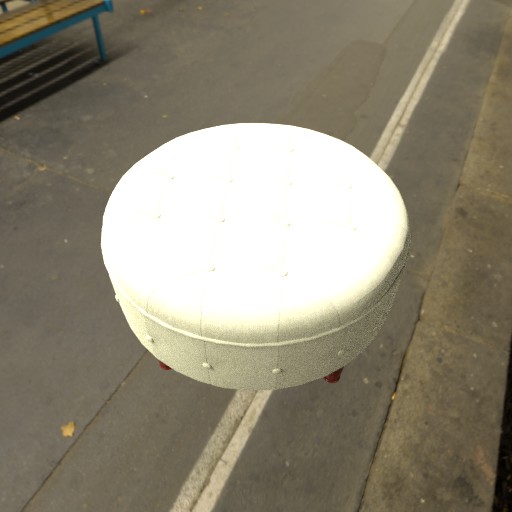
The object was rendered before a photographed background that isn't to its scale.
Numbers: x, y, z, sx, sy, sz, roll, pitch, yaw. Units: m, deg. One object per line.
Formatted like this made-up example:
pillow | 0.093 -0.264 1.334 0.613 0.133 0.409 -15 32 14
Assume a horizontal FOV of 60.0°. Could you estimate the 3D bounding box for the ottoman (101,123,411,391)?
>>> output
ottoman | 0.000 0.000 1.369 0.850 0.483 0.850 0 47 0
